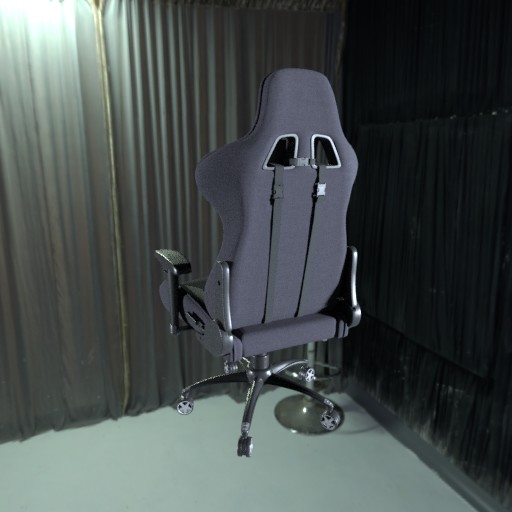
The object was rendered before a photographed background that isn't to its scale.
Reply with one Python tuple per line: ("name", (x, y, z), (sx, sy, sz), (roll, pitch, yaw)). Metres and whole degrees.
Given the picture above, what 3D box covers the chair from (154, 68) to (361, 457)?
("chair", (0.000, 0.000, 1.758), (0.730, 1.300, 0.695), (-7, 15, -25))
